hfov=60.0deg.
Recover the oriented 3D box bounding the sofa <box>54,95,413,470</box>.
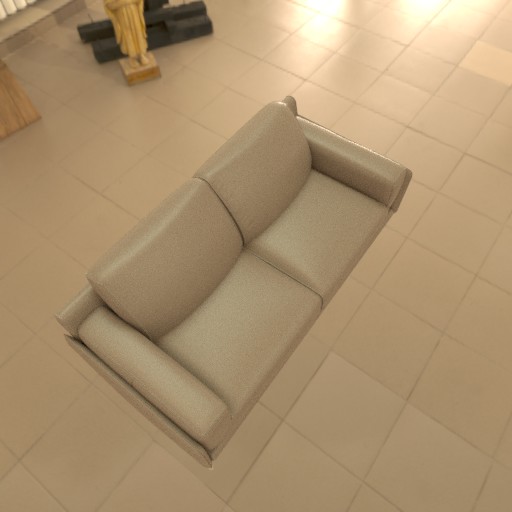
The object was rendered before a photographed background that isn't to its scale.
[{"bbox_3d":[0.000,0.000,2.614,1.049,0.930,2.101,32,63,18],"label":"sofa"}]
